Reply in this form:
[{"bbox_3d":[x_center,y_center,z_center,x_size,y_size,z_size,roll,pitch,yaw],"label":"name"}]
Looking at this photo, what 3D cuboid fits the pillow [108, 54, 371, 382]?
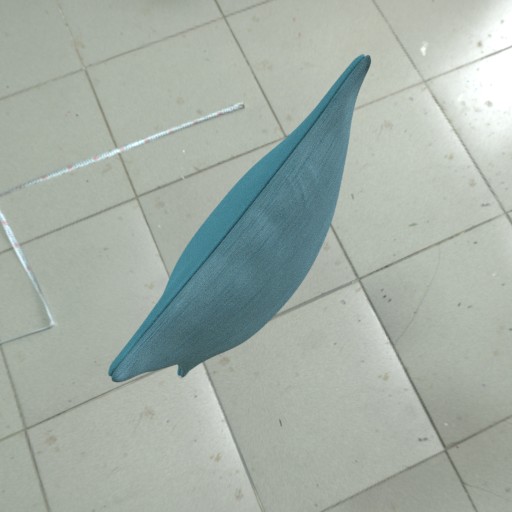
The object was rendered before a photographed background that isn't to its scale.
[{"bbox_3d":[0.000,0.000,0.638,0.151,0.415,0.433,36,78,9],"label":"pillow"}]
